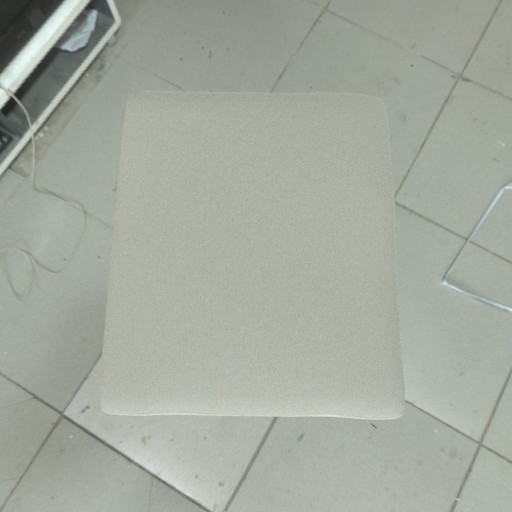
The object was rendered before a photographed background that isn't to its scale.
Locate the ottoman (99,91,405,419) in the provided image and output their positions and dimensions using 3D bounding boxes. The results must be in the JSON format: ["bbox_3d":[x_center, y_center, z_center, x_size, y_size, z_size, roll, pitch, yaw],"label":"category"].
[{"bbox_3d":[0.000,0.000,1.465,0.836,0.492,0.976,1,76,0],"label":"ottoman"}]
